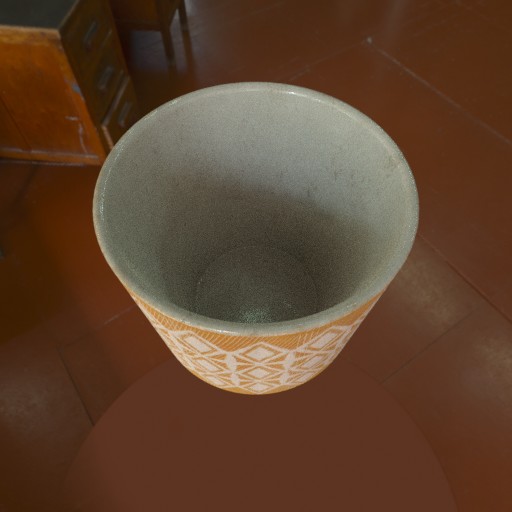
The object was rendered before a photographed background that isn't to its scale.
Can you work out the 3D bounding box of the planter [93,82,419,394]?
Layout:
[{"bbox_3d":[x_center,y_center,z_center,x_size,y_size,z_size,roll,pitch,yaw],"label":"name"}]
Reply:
[{"bbox_3d":[0.000,0.000,0.335,0.193,0.165,0.193,0,58,0],"label":"planter"}]
